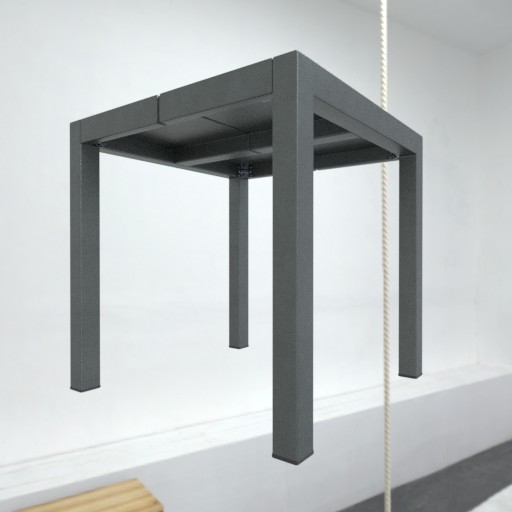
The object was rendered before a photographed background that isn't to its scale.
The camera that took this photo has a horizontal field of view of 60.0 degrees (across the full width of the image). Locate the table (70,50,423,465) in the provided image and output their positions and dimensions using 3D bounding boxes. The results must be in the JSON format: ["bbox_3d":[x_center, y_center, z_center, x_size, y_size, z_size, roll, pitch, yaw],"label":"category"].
[{"bbox_3d":[0.000,0.000,0.893,0.508,0.508,0.508,0,1,37],"label":"table"}]
